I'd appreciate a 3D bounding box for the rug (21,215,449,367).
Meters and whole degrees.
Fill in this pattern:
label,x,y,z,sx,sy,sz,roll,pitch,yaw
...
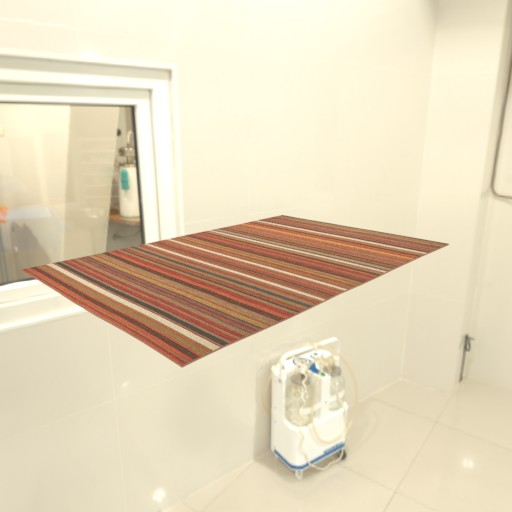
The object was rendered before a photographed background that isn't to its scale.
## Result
label,x,y,z,sx,sy,sz,roll,pitch,yaw
rug,0.000,0.000,2.239,1.217,0.007,1.828,15,22,42
